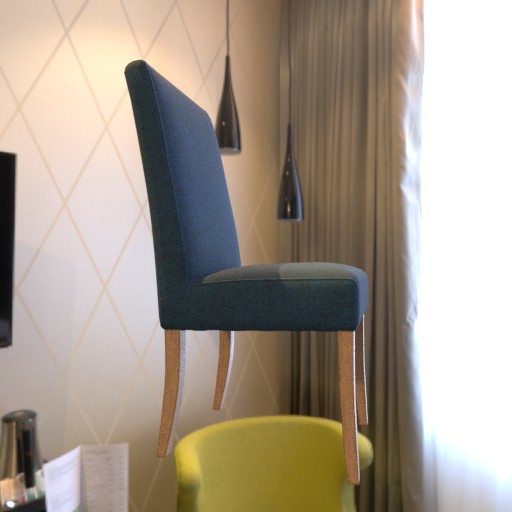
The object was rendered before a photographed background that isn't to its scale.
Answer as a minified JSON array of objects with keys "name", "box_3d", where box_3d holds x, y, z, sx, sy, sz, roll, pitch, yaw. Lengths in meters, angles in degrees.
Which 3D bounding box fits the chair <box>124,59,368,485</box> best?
[{"name":"chair","box_3d":[0.000,0.000,1.278,0.610,1.029,0.450,0,-1,17]}]
